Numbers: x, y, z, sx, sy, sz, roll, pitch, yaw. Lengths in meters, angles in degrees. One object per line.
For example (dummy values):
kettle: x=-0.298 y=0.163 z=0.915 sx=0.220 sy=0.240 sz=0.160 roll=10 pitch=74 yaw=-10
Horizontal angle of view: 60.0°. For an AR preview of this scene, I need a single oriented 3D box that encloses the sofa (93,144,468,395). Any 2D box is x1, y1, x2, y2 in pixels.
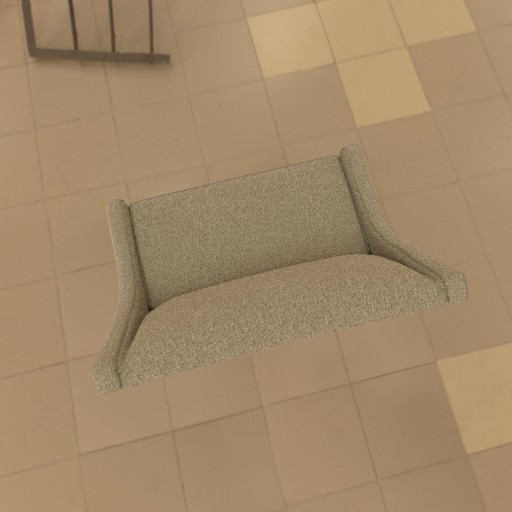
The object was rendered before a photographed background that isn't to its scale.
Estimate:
sofa: x=0.000 y=0.000 z=1.957 sx=1.242 sy=1.026 sz=0.862 roll=-14 pitch=76 yaw=-4
